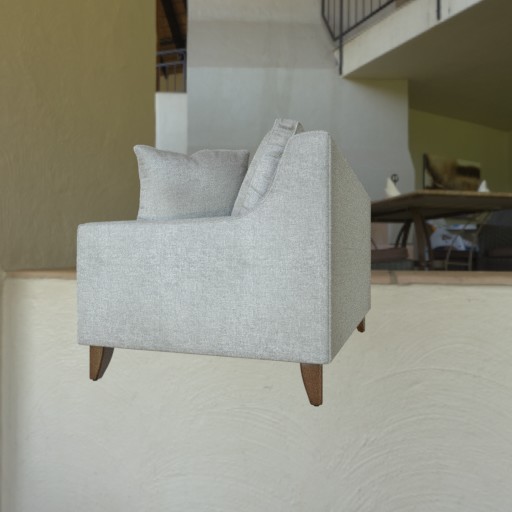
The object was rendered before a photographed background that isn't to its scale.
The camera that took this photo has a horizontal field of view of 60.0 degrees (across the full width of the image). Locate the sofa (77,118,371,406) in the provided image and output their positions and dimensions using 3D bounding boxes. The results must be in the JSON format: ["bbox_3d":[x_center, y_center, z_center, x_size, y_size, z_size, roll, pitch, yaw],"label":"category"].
[{"bbox_3d":[0.000,0.000,2.025,0.915,0.863,1.422,0,0,19],"label":"sofa"}]
